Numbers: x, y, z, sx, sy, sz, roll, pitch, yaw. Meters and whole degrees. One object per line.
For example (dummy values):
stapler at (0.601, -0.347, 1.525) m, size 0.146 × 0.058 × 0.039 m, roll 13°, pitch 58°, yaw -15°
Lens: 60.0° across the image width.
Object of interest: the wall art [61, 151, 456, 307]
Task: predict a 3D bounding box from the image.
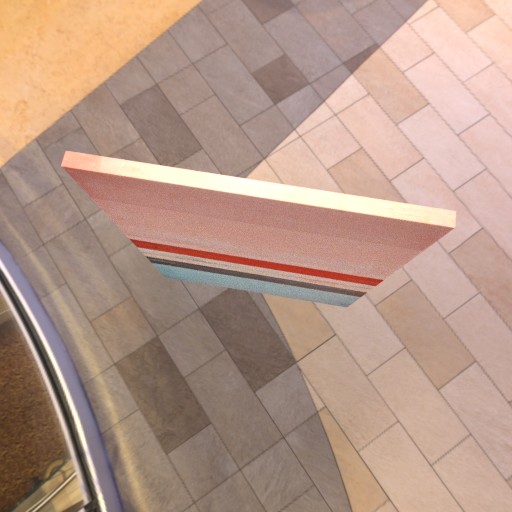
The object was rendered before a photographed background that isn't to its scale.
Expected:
wall art at (0.000, 0.000, 1.340) m, size 0.761 × 1.016 × 0.039 m, roll 9°, pitch 75°, yaw 2°
